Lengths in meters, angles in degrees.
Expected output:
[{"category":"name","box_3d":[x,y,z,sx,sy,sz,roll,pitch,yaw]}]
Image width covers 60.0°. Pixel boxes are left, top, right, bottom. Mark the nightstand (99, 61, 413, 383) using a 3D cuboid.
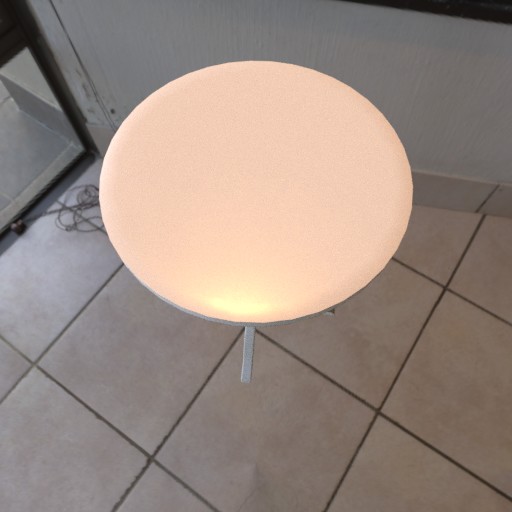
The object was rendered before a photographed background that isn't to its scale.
[{"category":"nightstand","box_3d":[0.000,0.000,1.026,0.513,0.653,0.513,14,66,7]}]
